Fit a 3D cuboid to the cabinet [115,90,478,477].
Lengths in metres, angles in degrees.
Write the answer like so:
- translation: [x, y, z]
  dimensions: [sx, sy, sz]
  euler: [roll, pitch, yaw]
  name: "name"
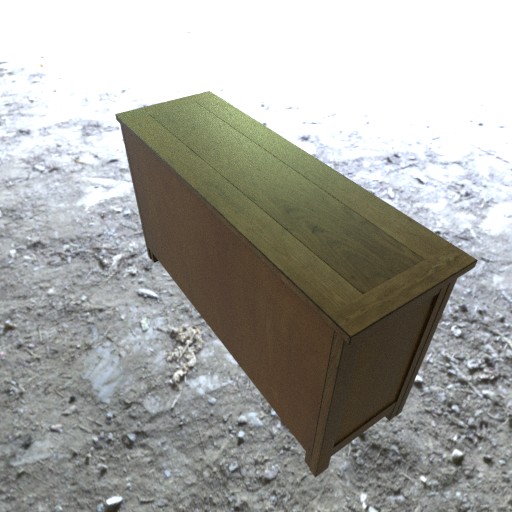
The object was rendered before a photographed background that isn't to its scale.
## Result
- translation: [0.000, 0.000, 1.839]
  dimensions: [0.480, 0.813, 1.474]
  euler: [-24, 47, -25]
  name: "cabinet"
